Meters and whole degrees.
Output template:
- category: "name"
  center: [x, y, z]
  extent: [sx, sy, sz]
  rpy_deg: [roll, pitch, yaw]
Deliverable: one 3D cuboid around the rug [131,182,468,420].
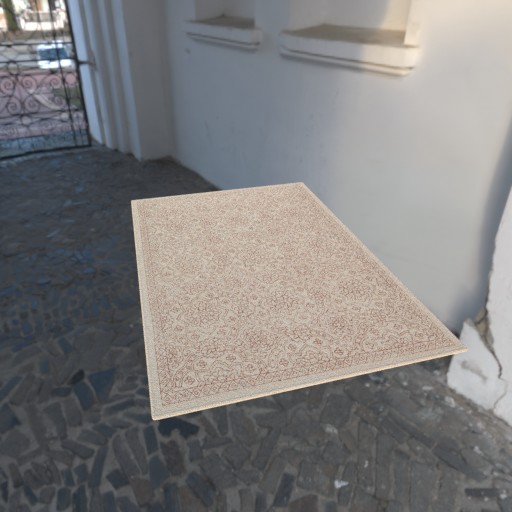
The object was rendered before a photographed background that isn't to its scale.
- category: "rug"
  center: [0.000, 0.000, 2.348]
  extent: [1.219, 0.010, 1.829]
  rpy_deg: [-8, 32, -13]
